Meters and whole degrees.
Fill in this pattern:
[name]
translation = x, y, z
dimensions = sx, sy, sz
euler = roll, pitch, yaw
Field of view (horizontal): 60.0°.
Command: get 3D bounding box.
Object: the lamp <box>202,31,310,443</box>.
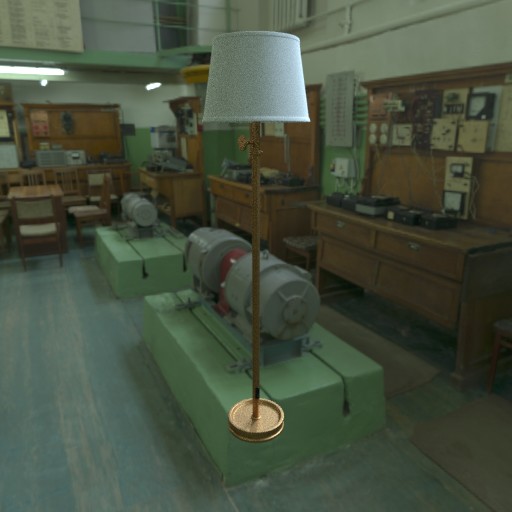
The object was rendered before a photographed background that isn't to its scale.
[lamp]
translation = 0.000, 0.000, 0.800
dimensions = 0.178, 0.710, 0.178
euler = 0, 16, 0
